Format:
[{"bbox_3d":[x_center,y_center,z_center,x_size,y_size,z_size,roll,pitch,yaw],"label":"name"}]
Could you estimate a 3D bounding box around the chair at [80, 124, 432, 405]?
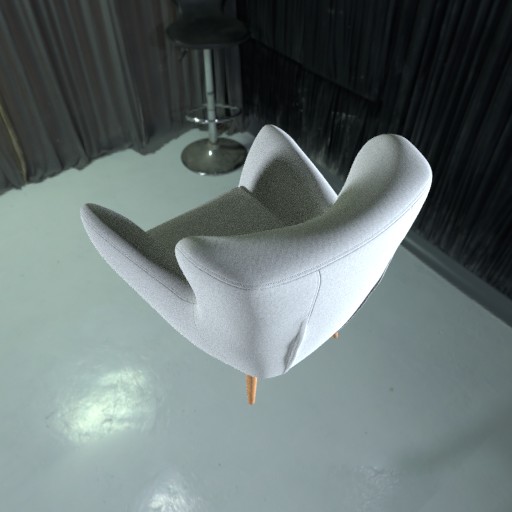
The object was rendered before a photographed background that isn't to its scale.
[{"bbox_3d":[0.000,0.000,1.585,0.890,0.889,0.889,-31,53,-26],"label":"chair"}]
